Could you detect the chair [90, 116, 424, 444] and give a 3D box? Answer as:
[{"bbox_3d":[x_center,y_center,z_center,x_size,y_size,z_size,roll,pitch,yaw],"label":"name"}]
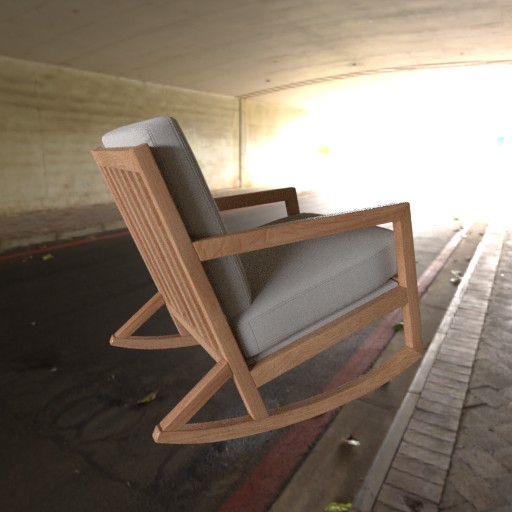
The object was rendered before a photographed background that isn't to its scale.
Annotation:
[{"bbox_3d":[0.000,0.000,1.392,0.857,0.790,0.622,-7,15,-26],"label":"chair"}]
